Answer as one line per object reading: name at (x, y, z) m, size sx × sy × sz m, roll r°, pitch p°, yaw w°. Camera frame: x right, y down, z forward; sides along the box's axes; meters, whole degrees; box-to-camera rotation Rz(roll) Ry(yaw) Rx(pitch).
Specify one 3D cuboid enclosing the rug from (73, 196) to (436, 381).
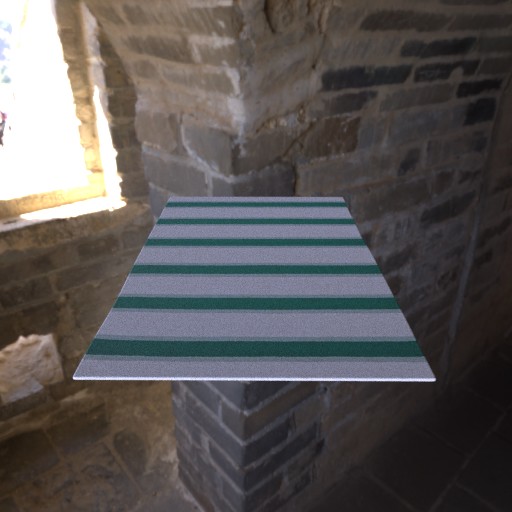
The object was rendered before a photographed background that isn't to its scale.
rug at (0.000, 0.000, 2.289) m, size 1.210 × 0.012 × 1.829 m, roll 0°, pitch 27°, yaw 0°
